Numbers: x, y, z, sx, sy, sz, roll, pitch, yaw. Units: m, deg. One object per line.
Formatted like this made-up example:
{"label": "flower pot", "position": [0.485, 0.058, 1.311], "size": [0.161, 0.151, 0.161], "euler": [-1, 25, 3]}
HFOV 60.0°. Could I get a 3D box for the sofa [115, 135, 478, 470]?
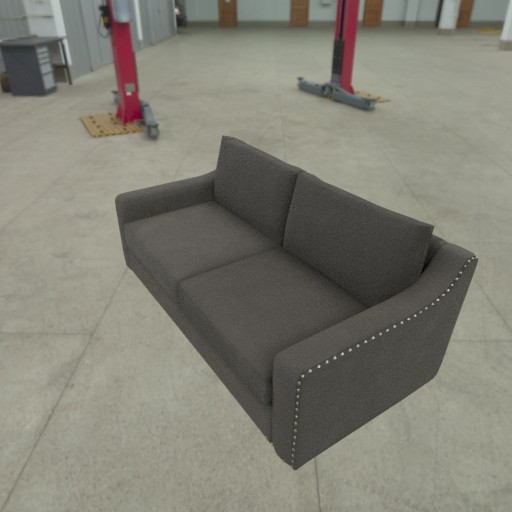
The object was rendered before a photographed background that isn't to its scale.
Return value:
{"label": "sofa", "position": [0.000, 0.000, 3.288], "size": [1.336, 1.196, 2.550], "euler": [-19, 35, -29]}
